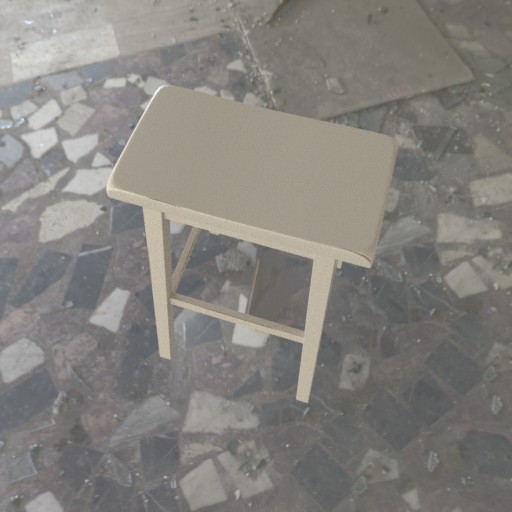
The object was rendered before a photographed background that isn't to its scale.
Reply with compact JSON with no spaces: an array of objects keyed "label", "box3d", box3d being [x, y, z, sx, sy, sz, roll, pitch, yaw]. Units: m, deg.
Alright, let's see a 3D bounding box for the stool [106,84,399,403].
[{"label":"stool","box3d":[0.000,0.000,1.069,0.457,0.737,0.476,16,66,7]}]
